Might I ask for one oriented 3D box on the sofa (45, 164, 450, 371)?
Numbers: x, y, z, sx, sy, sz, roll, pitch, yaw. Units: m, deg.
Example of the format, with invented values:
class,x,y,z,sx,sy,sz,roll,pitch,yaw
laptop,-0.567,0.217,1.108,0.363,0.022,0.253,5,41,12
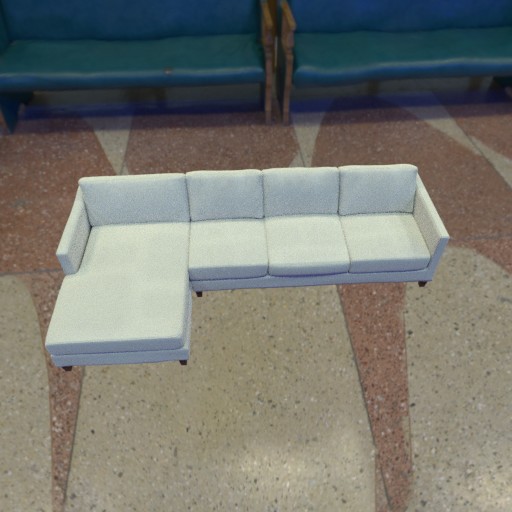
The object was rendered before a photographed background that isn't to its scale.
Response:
class,x,y,z,sx,sy,sz,roll,pitch,yaw
sofa,0.000,0.000,3.797,3.186,0.861,1.625,-2,47,-2
